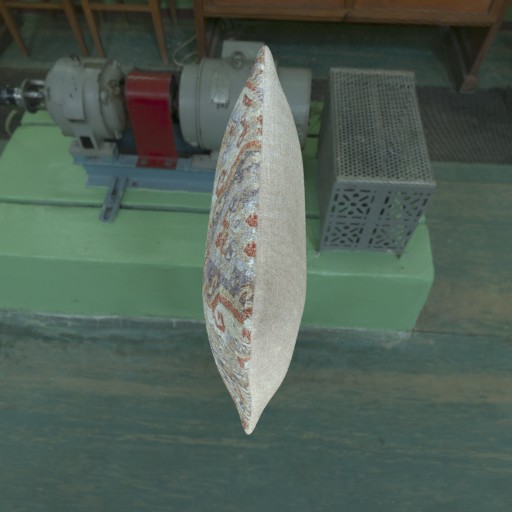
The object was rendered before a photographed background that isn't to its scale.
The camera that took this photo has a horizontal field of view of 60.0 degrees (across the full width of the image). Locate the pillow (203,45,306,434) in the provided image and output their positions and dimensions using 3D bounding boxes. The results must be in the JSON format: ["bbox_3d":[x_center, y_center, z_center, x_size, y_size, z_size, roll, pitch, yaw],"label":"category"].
[{"bbox_3d":[0.000,0.000,0.803,0.166,0.506,0.523,2,57,1],"label":"pillow"}]
